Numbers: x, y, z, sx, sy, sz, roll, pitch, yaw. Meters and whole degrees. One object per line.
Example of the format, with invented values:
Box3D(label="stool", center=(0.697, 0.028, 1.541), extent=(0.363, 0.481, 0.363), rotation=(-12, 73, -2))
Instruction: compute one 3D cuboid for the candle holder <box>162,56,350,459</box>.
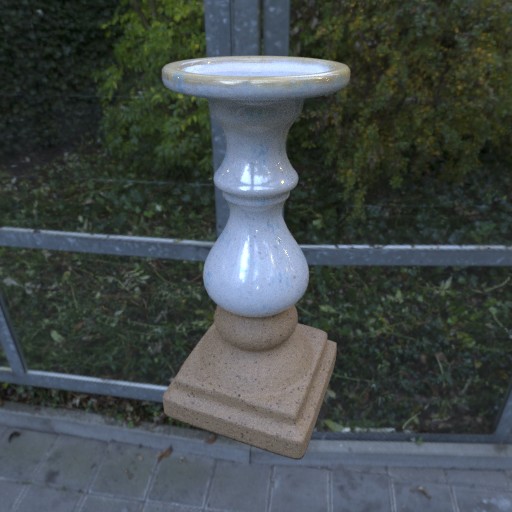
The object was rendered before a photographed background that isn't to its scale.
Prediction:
Box3D(label="candle holder", center=(0.000, 0.000, 0.299), extent=(0.110, 0.239, 0.110), rotation=(11, 31, 18))
